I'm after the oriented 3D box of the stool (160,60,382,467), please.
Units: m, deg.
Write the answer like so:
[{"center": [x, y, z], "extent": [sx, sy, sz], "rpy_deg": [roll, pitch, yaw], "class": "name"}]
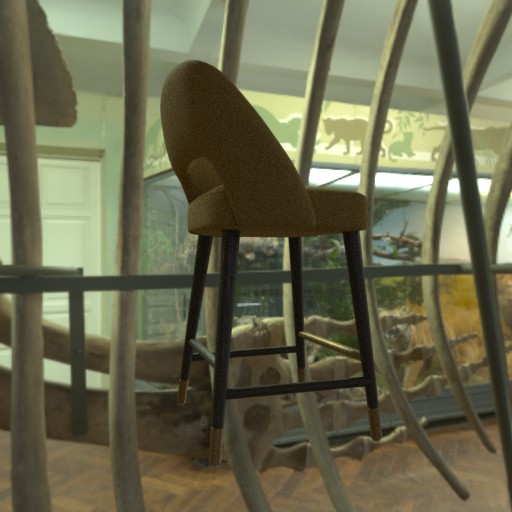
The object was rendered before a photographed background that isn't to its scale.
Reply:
[{"center": [0.000, 0.000, 1.252], "extent": [0.522, 0.939, 0.536], "rpy_deg": [0, 0, -19], "class": "stool"}]
